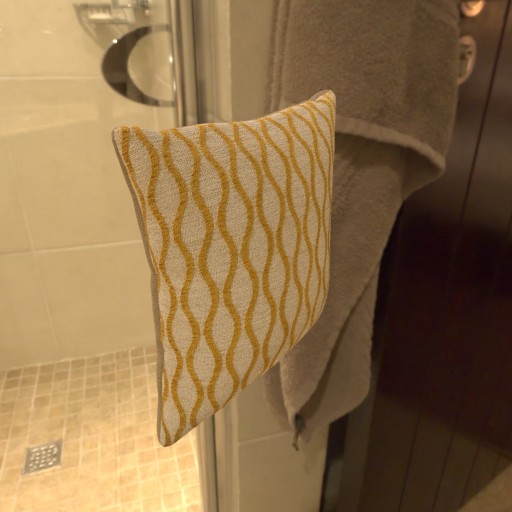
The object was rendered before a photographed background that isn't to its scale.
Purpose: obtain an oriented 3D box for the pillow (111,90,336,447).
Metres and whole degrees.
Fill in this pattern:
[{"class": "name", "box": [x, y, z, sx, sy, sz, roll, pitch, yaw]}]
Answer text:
[{"class": "pillow", "box": [0.000, 0.000, 0.662, 0.159, 0.436, 0.429, 18, 31, 32]}]
